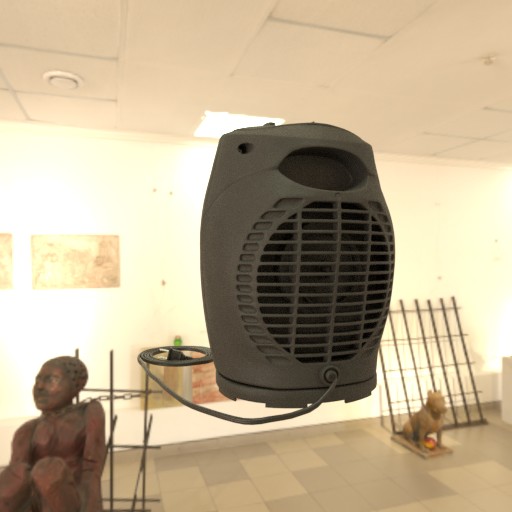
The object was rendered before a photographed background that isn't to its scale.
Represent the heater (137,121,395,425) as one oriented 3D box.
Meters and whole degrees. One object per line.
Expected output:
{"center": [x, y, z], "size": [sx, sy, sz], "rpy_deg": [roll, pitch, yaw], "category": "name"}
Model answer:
{"center": [0.000, 0.000, 0.481], "size": [0.239, 0.255, 0.291], "rpy_deg": [0, 0, -18], "category": "heater"}
